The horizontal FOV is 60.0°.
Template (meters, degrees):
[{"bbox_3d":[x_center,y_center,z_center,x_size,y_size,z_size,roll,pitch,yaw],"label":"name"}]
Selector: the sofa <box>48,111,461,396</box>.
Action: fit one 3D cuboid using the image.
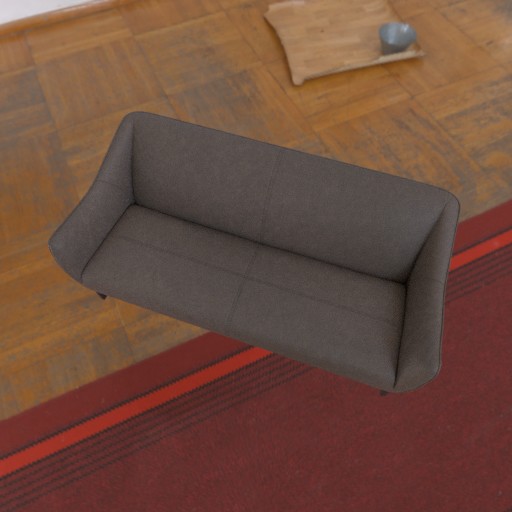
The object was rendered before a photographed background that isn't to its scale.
[{"bbox_3d":[0.000,0.000,2.384,1.928,0.831,0.869,17,60,10],"label":"sofa"}]
